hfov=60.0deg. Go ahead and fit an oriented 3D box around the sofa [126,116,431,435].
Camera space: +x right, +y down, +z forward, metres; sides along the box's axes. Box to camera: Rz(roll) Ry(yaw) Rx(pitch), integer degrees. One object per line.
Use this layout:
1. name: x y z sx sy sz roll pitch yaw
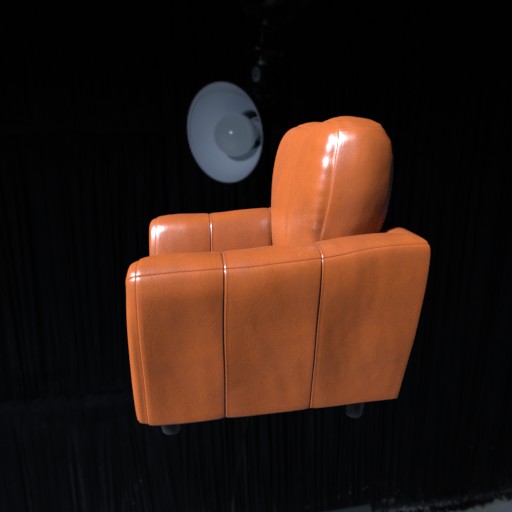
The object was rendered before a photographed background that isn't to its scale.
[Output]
1. sofa: 0.000 0.000 1.482 0.789 0.876 0.836 -2 14 -8
